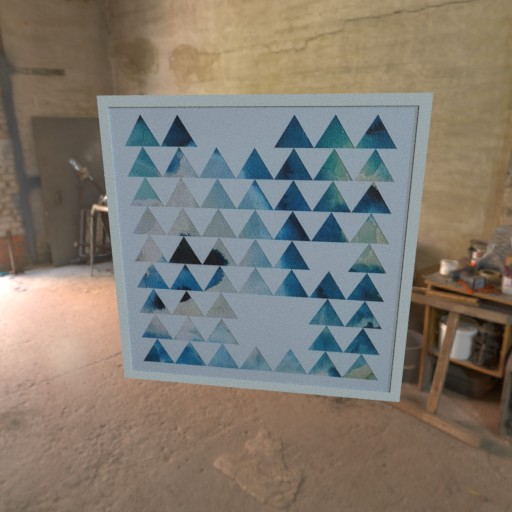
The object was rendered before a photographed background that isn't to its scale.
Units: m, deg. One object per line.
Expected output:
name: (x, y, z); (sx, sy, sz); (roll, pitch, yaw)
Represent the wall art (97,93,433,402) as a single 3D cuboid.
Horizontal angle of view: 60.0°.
wall art: (0.000, 0.000, 1.180); (0.809, 0.809, 0.012); (3, 17, 8)
